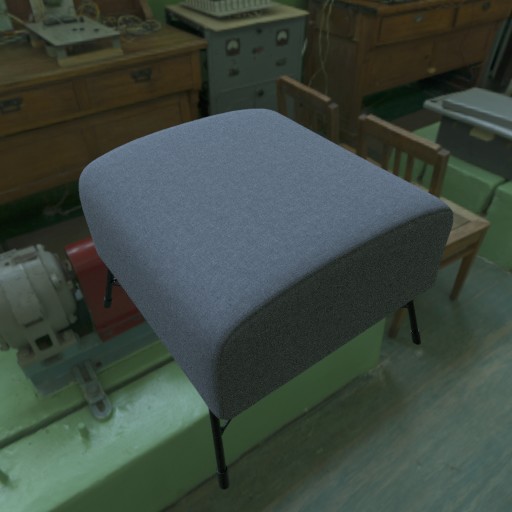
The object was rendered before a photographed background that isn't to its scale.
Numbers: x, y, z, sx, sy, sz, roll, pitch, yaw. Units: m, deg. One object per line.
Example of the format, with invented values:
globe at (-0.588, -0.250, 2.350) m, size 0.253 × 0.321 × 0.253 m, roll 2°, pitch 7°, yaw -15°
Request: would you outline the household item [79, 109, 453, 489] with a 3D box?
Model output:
household item at (0.000, 0.000, 0.892) m, size 0.530 × 0.410 × 0.530 m, roll -26°, pitch 47°, yaw -27°
